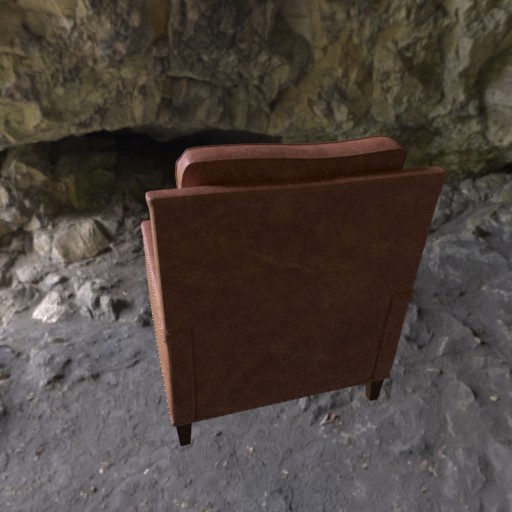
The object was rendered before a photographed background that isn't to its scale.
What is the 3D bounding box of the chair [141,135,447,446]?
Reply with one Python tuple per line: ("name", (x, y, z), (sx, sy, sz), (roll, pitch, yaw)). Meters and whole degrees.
("chair", (0.000, 0.000, 1.794), (0.854, 1.054, 1.035), (-8, 27, -15))
